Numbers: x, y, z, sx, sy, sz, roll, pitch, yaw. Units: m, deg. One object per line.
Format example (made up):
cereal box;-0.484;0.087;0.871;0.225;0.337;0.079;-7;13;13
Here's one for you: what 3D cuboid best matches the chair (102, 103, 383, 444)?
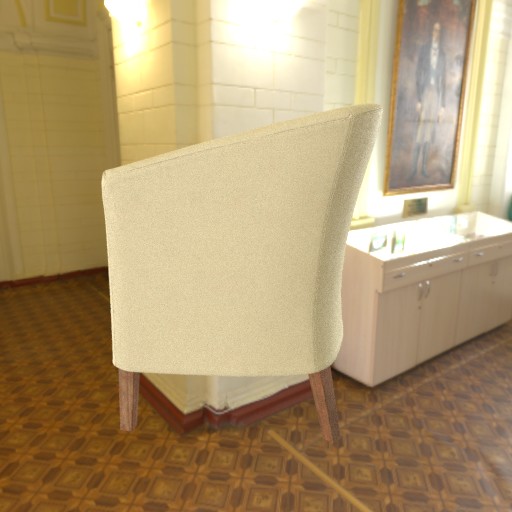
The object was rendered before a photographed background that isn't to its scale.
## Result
chair;0.000;0.000;1.303;0.657;0.822;0.643;2;14;8
